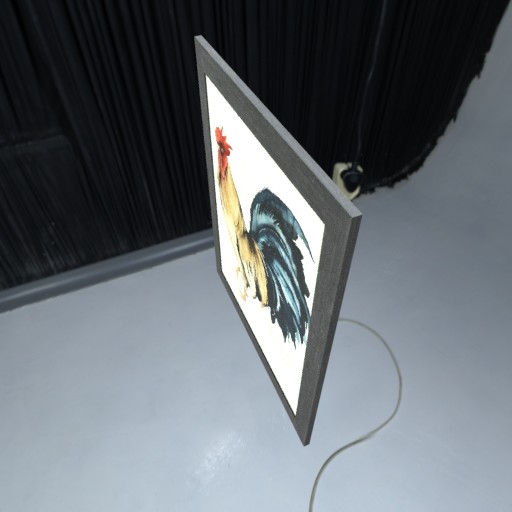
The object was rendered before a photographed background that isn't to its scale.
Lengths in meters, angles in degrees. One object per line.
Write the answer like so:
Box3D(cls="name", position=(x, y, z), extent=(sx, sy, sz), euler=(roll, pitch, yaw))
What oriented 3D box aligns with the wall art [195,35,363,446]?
Box3D(cls="wall art", position=(0.000, 0.000, 0.772), extent=(0.013, 0.570, 0.476), euler=(-17, 49, -16))
